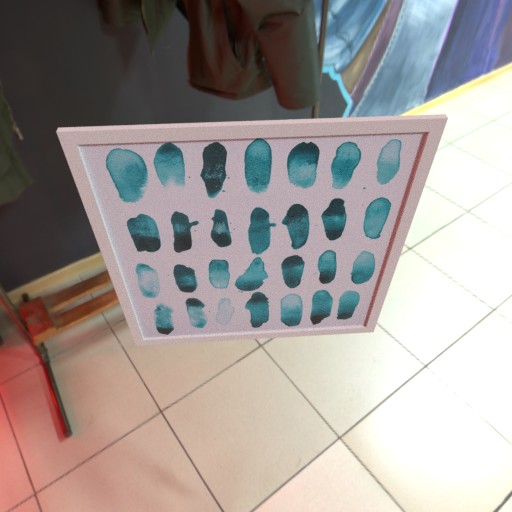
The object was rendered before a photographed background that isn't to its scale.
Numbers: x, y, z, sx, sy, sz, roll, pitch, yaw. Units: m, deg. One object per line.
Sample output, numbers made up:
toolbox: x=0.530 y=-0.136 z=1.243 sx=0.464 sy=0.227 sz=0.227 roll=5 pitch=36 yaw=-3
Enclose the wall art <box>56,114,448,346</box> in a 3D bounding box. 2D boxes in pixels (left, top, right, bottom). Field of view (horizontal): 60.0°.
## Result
wall art: x=0.000 y=0.000 z=0.685 sx=0.456 sy=0.457 sz=0.009 roll=-3 pitch=47 yaw=-3
